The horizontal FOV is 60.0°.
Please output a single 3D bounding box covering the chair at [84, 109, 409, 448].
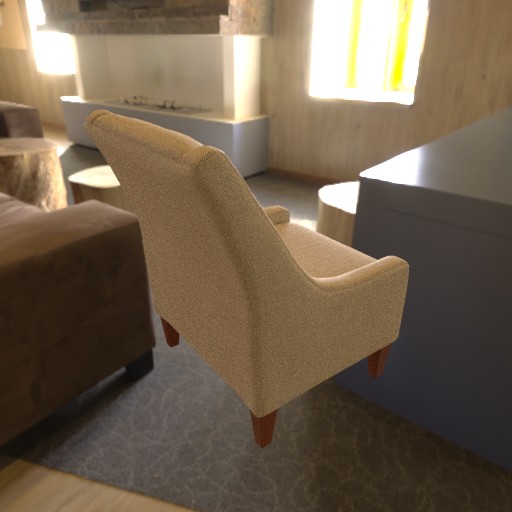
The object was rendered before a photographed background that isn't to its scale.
[{"bbox_3d":[0.000,0.000,1.626,0.870,1.014,0.774,-18,32,-32],"label":"chair"}]
